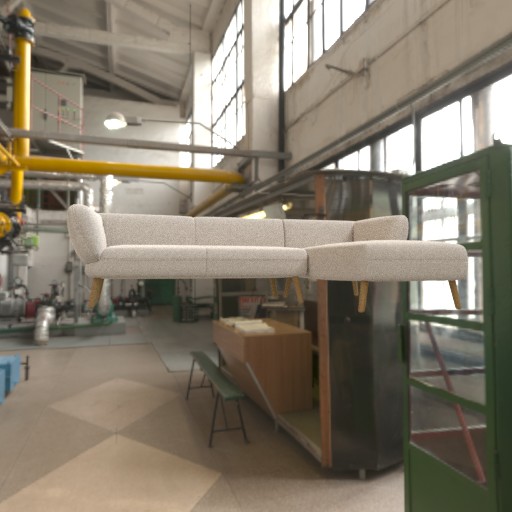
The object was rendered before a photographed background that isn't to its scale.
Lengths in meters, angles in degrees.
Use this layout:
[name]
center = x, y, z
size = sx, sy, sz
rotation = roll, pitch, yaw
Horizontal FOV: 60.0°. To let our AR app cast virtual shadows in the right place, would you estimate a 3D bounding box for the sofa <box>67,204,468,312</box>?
[sofa]
center = 0.000, 0.000, 3.317
size = 2.660, 0.730, 1.610
rotation = 0, -1, -16
